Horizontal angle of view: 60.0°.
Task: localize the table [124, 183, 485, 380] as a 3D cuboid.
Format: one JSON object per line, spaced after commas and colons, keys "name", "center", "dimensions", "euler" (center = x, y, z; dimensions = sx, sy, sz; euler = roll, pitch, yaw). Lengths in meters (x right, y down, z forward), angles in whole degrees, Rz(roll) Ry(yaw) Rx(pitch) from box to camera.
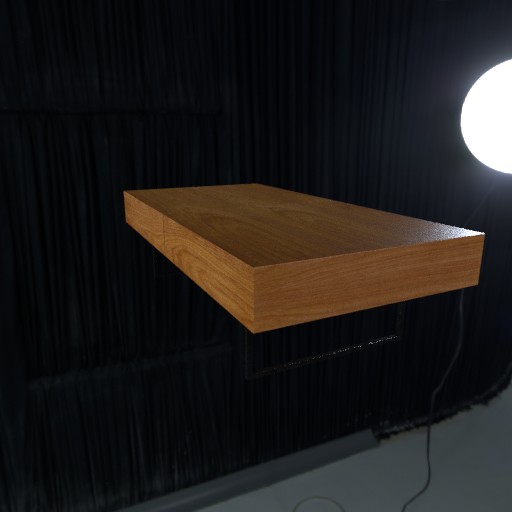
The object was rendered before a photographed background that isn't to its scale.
{"name": "table", "center": [0.000, 0.000, 1.472], "dimensions": [0.610, 0.330, 1.194], "euler": [-8, 17, -26]}
